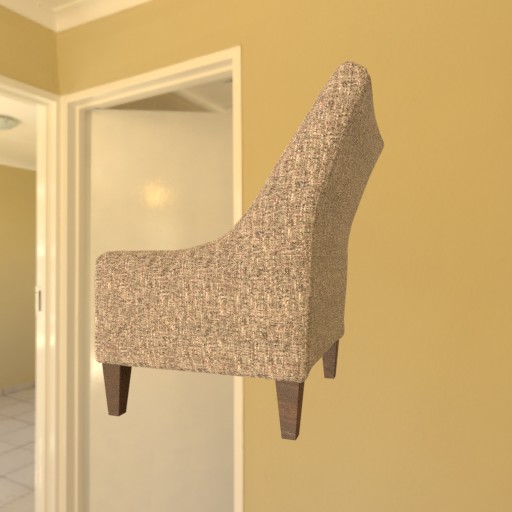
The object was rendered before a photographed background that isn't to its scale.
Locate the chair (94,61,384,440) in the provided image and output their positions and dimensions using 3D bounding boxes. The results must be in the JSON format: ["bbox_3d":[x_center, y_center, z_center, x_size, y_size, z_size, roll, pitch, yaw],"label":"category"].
[{"bbox_3d":[0.000,0.000,1.621,0.870,1.014,0.774,0,-1,19],"label":"chair"}]
